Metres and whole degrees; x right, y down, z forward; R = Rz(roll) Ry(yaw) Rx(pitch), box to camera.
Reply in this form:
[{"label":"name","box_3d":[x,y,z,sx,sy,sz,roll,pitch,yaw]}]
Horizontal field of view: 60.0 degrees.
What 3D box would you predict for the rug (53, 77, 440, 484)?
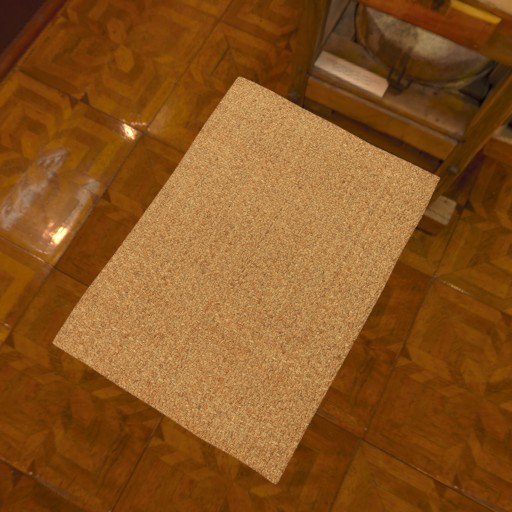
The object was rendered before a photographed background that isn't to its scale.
[{"label":"rug","box_3d":[0.000,0.000,2.757,1.566,0.013,2.141,29,77,7]}]
